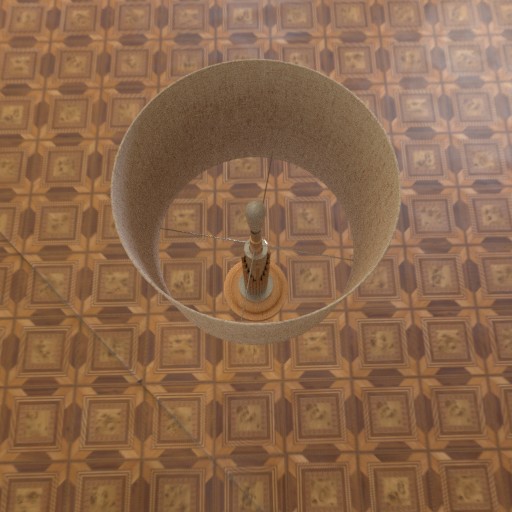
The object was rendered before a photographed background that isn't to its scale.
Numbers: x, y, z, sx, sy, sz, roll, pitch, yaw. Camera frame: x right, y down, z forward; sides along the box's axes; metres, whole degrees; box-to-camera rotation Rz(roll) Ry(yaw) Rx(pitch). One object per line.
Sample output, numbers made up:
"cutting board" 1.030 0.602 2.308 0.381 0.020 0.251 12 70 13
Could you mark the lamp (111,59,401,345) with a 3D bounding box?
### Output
"lamp" 0.000 0.000 0.784 0.321 0.610 0.321 -32 77 -9
